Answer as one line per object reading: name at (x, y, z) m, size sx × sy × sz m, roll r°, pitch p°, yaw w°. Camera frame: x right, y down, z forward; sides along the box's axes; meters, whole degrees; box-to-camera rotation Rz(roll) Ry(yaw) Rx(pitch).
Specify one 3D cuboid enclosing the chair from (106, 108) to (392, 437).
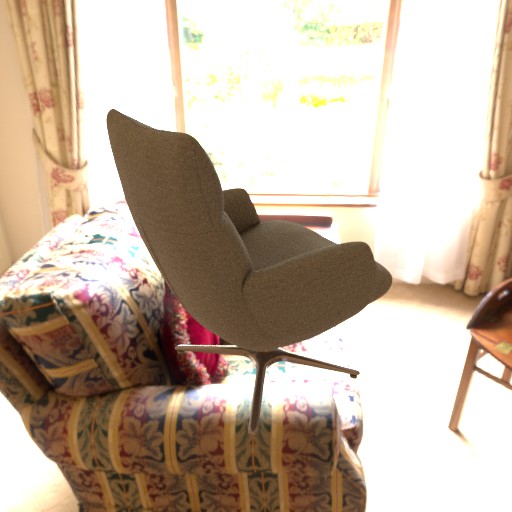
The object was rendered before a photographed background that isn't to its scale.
chair at (0.000, 0.000, 1.539) m, size 0.831 × 0.984 × 0.702 m, roll -18°, pitch 31°, yaw -31°
